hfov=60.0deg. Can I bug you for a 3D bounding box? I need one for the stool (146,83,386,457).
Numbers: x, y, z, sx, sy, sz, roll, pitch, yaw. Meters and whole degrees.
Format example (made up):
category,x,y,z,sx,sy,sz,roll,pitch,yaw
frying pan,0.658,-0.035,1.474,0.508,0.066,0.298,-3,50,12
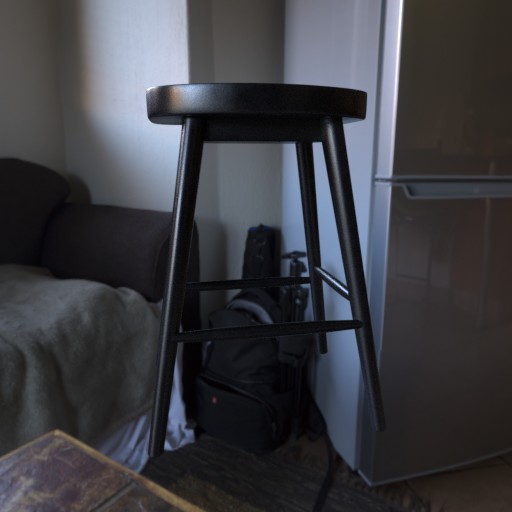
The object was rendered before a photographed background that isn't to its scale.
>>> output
category,x,y,z,sx,sy,sz,roll,pitch,yaw
stool,0.000,0.000,0.896,0.440,0.615,0.361,-2,13,-10
